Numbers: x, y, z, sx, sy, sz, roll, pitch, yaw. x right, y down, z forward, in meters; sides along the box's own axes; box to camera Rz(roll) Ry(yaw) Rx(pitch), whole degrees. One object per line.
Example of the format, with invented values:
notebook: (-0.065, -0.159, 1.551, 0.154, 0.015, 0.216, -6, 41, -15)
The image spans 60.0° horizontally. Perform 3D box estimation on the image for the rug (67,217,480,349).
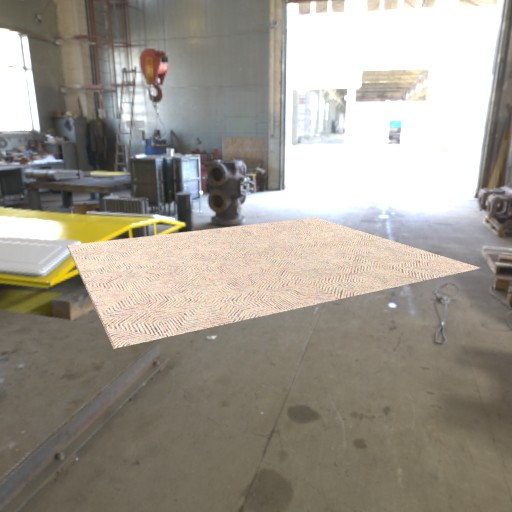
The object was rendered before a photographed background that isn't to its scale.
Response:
rug: (0.000, 0.000, 4.134, 3.046, 0.008, 2.442, -8, 18, -27)
